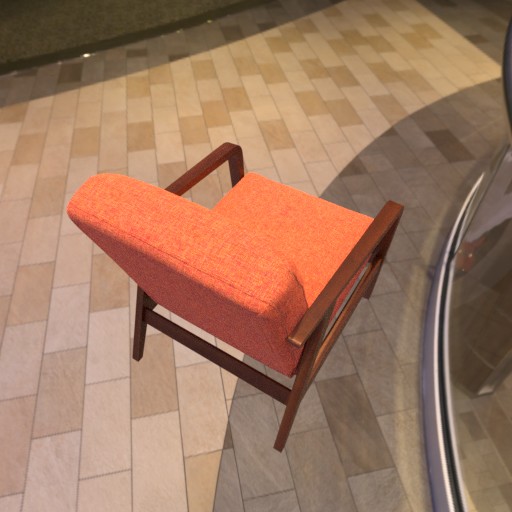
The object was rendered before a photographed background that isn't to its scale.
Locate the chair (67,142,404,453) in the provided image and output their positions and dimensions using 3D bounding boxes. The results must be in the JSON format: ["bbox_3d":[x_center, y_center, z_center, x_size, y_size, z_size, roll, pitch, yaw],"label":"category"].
[{"bbox_3d":[0.000,0.000,1.504,0.719,0.890,0.860,25,52,21],"label":"chair"}]
